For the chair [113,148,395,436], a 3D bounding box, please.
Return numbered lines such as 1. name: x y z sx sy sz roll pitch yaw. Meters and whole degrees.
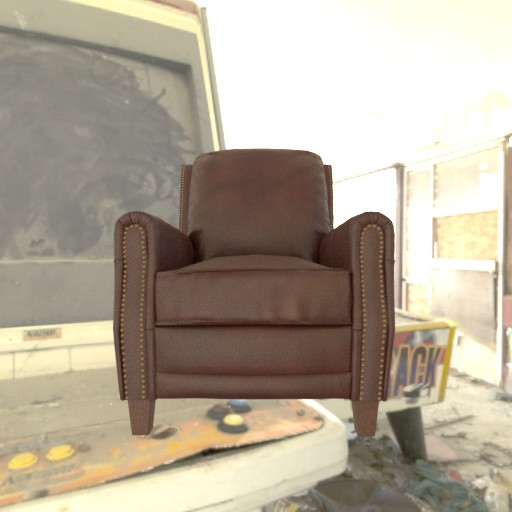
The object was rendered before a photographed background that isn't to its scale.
1. chair: 0.000 0.000 1.743 0.826 1.022 1.089 0 1 1
